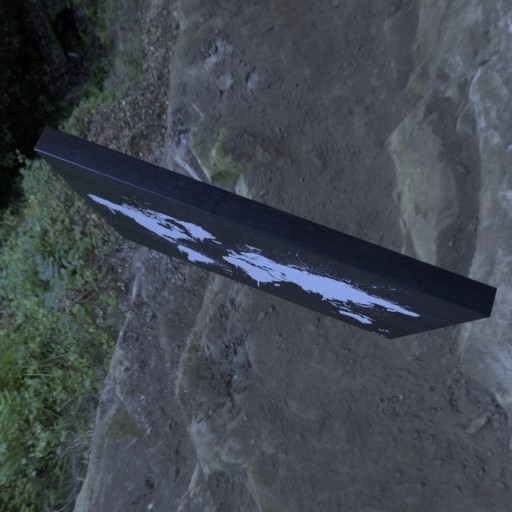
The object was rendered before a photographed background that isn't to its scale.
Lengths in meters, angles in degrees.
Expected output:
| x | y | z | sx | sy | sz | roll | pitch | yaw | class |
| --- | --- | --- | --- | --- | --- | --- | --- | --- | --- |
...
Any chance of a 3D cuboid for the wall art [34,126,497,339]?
| x | y | z | sx | sy | sz | roll | pitch | yaw | class |
| --- | --- | --- | --- | --- | --- | --- | --- | --- | --- |
| 0.000 | 0.000 | 0.753 | 0.610 | 0.409 | 0.038 | 20 | 77 | 5 | wall art |
